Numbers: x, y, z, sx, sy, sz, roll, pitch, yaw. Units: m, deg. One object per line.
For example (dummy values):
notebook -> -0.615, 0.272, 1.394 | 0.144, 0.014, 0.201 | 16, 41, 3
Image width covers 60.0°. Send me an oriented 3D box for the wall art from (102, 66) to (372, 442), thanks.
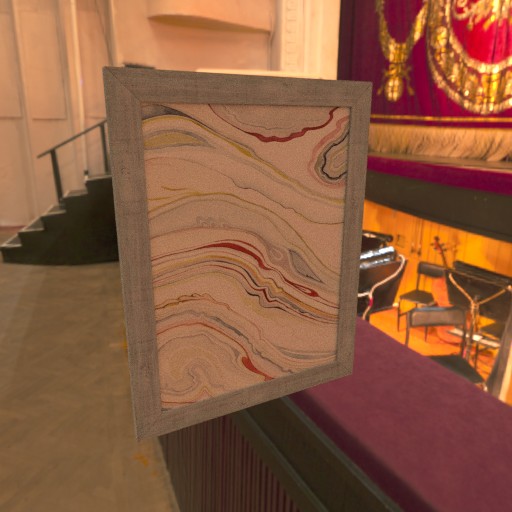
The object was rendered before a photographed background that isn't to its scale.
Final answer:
wall art -> 0.000, 0.000, 0.811 | 0.481, 0.613, 0.020 | -8, 18, -27
